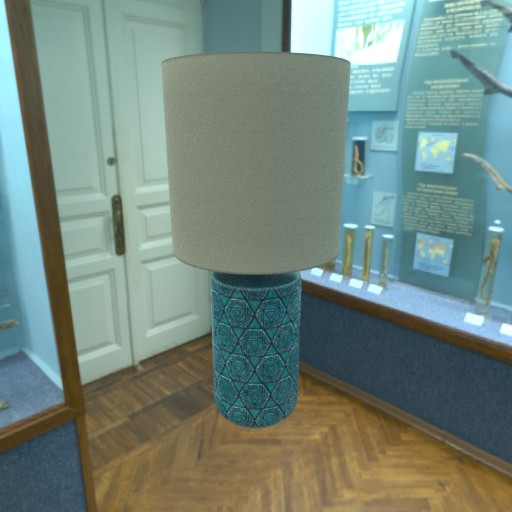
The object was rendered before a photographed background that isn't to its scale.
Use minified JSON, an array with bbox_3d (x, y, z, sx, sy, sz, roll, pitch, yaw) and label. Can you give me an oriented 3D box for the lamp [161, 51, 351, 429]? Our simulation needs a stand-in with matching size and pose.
[{"bbox_3d":[0.000,0.000,0.751,0.278,0.597,0.278,-15,23,-40],"label":"lamp"}]
